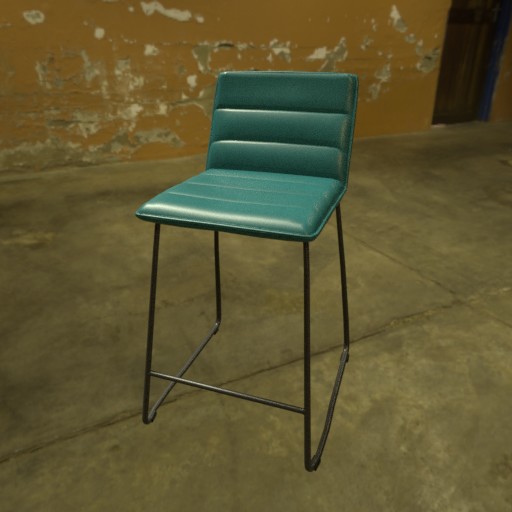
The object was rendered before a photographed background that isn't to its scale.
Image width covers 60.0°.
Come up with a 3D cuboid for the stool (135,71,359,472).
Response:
[{"bbox_3d":[0.000,0.000,1.149,0.489,0.866,0.524,8,26,17],"label":"stool"}]
